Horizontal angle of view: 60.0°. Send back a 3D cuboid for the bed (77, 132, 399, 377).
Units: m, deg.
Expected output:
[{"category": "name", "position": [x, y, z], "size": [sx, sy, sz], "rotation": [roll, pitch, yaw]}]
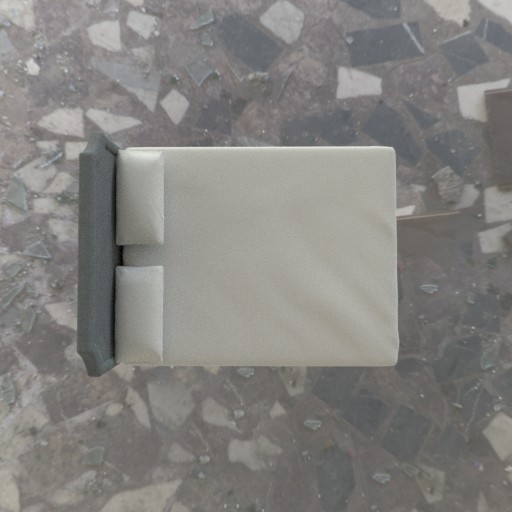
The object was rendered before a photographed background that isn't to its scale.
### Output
[{"category": "bed", "position": [0.000, 0.000, 3.707], "size": [2.464, 1.306, 1.977], "rotation": [0, 88, 1]}]
